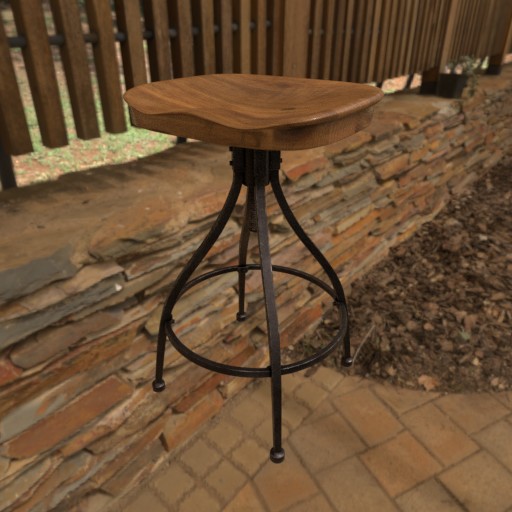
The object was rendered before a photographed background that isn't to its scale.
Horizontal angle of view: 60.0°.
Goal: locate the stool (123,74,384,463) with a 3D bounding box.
[{"bbox_3d":[0.000,0.000,0.967,0.432,0.694,0.424,18,34,30],"label":"stool"}]
